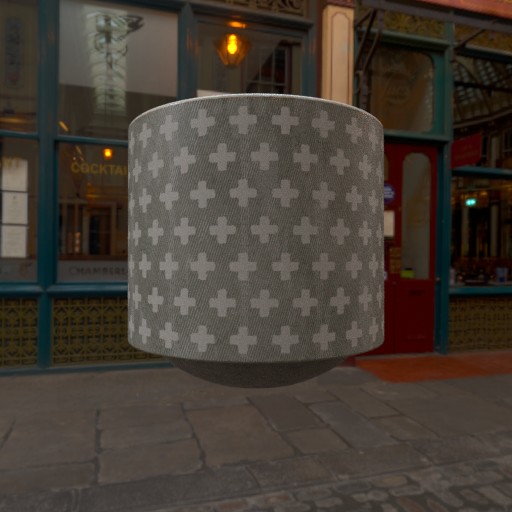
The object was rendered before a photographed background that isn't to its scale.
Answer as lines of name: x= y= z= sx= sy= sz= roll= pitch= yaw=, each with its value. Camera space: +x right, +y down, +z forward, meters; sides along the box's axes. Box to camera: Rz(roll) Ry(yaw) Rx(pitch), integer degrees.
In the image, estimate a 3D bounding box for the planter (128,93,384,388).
planter: x=0.000 y=0.000 z=0.451 sx=0.250 sy=0.239 sz=0.250 roll=0 pitch=0 yaw=0
